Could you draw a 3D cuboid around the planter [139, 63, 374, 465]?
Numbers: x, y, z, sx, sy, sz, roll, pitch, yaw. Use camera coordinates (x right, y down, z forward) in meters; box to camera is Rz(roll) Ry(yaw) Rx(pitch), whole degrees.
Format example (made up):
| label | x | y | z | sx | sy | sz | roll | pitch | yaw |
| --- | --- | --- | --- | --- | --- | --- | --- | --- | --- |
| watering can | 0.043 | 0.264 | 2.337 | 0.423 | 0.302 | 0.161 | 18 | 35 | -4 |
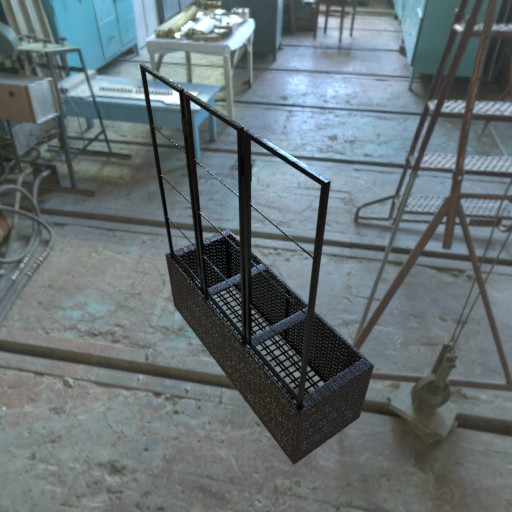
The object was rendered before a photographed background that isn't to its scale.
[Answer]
| label | x | y | z | sx | sy | sz | roll | pitch | yaw |
| --- | --- | --- | --- | --- | --- | --- | --- | --- | --- |
| planter | 0.000 | 0.000 | 1.165 | 0.244 | 0.841 | 0.699 | -24 | 45 | -26 |
